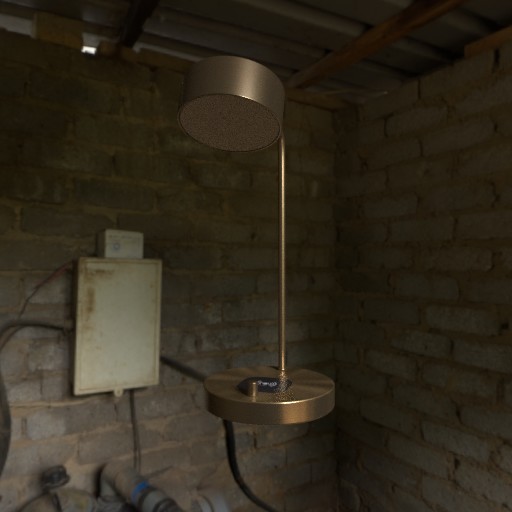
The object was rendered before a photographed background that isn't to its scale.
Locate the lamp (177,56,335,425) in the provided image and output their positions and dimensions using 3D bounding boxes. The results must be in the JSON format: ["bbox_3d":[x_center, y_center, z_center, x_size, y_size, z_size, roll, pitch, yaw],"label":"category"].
[{"bbox_3d":[0.000,0.000,0.534,0.171,0.380,0.270,0,0,19],"label":"lamp"}]
